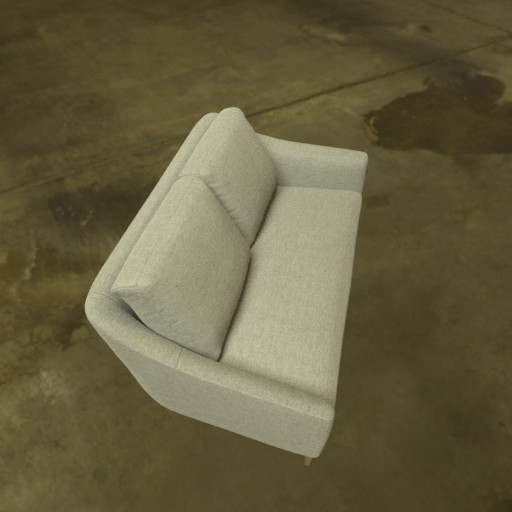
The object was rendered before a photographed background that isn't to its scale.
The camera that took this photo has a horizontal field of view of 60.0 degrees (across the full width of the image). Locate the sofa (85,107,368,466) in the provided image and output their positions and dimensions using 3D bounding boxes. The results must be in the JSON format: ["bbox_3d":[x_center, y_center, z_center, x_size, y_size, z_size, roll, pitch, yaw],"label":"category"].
[{"bbox_3d":[0.000,0.000,2.189,0.960,0.904,1.619,10,48,10],"label":"sofa"}]
